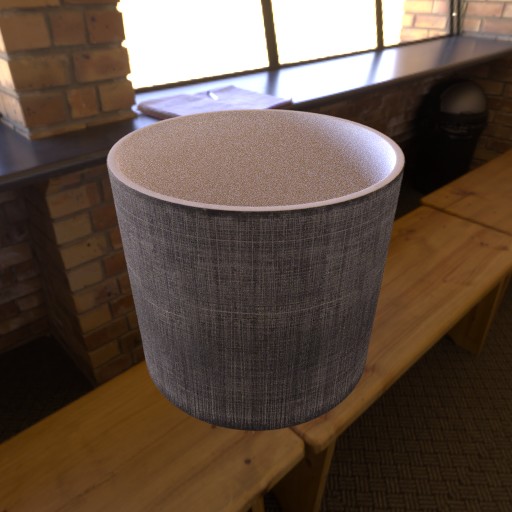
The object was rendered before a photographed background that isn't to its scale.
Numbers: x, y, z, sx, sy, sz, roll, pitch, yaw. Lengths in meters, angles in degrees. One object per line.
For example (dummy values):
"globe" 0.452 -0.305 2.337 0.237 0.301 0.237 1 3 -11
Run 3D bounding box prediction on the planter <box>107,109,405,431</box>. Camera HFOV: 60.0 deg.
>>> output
"planter" 0.000 0.000 0.395 0.221 0.201 0.221 0 33 0
